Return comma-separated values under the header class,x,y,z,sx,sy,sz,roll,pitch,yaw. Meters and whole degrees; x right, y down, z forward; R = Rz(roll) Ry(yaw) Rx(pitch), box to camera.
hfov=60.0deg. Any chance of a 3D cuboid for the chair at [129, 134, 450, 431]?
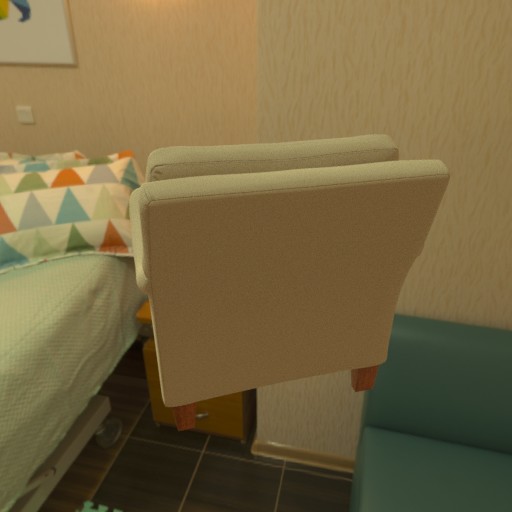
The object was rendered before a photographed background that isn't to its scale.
class,x,y,z,sx,sy,sz,roll,pitch,yaw
chair,0.000,0.000,1.813,0.955,1.038,1.070,-7,27,-14
